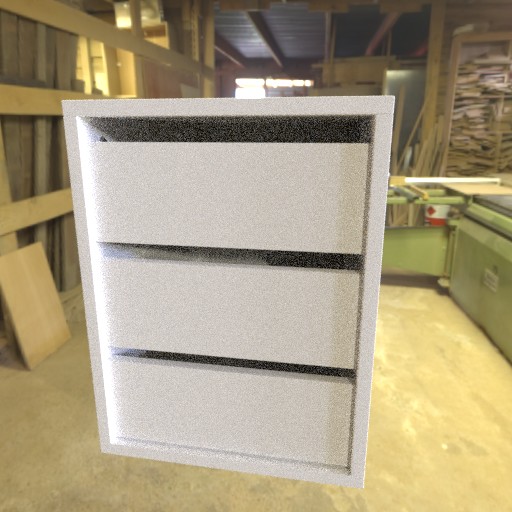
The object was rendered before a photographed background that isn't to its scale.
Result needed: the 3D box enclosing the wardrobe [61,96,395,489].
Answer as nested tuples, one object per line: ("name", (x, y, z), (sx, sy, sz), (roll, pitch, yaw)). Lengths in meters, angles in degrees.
("wardrobe", (0.000, 0.000, 0.822), (0.400, 0.520, 0.500), (3, 16, 10))
